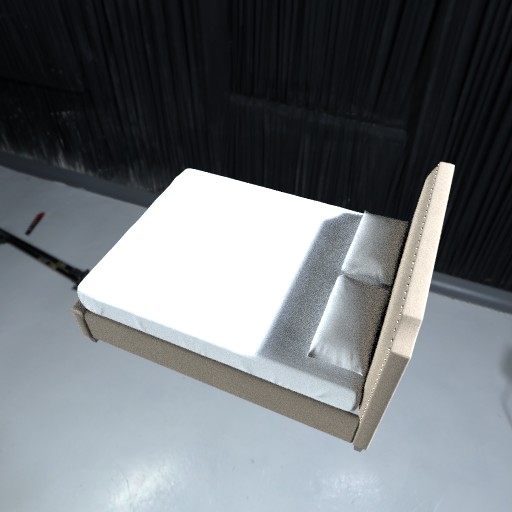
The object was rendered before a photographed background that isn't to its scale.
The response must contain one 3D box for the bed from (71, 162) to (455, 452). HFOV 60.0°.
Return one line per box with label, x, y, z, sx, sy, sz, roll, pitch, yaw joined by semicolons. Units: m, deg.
bed;0.000;0.000;3.377;2.329;1.415;1.703;17;49;16
